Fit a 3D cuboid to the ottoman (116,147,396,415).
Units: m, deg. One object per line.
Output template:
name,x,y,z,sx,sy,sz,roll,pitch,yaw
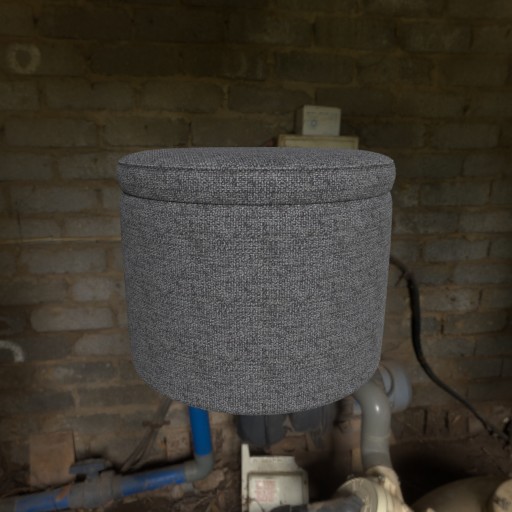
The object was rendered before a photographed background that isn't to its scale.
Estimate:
ottoman,0.000,0.000,0.904,0.520,0.430,0.520,0,15,0
